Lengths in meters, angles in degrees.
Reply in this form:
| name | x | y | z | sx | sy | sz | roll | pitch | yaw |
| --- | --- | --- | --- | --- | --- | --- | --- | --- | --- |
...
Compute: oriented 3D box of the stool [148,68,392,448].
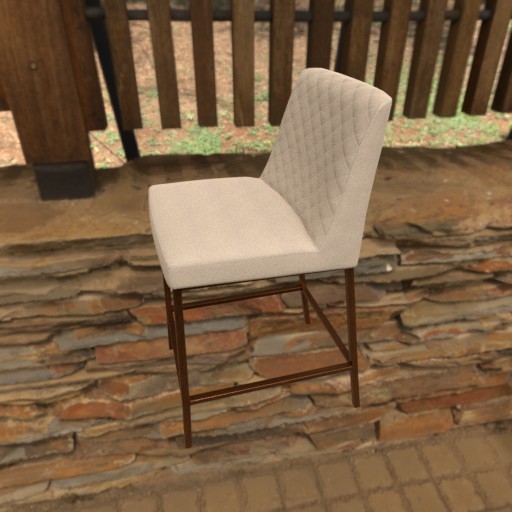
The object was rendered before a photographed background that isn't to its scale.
| name | x | y | z | sx | sy | sz | roll | pitch | yaw |
| --- | --- | --- | --- | --- | --- | --- | --- | --- | --- |
| stool | 0.000 | 0.000 | 1.310 | 0.576 | 0.973 | 0.507 | -8 | 32 | -13 |
